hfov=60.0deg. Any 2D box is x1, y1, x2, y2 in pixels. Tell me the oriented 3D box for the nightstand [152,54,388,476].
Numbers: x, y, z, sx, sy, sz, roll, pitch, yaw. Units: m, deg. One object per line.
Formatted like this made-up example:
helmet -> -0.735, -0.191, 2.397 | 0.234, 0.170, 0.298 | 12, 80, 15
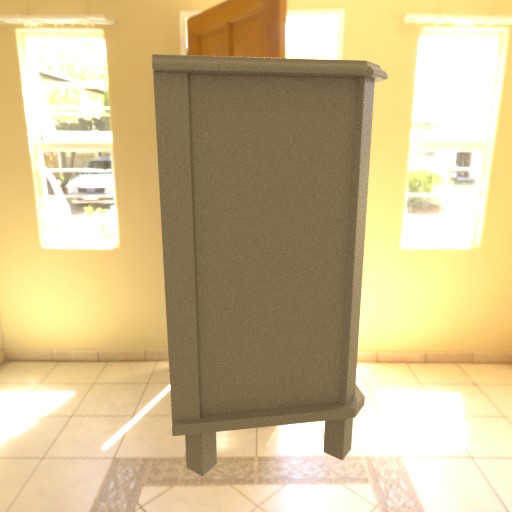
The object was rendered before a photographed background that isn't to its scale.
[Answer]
nightstand -> 0.000, 0.000, 0.908 | 0.350, 0.680, 0.450 | -2, 15, -9
